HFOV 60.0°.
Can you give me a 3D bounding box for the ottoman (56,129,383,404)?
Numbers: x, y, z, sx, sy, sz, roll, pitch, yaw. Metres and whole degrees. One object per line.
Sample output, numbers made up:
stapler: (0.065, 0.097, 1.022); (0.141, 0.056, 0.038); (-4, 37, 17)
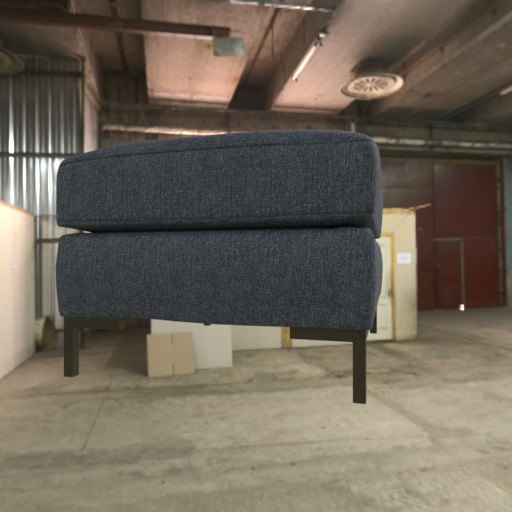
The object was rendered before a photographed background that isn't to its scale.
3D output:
ottoman: (0.000, 0.000, 1.263); (0.695, 0.533, 0.831); (0, 0, 17)
